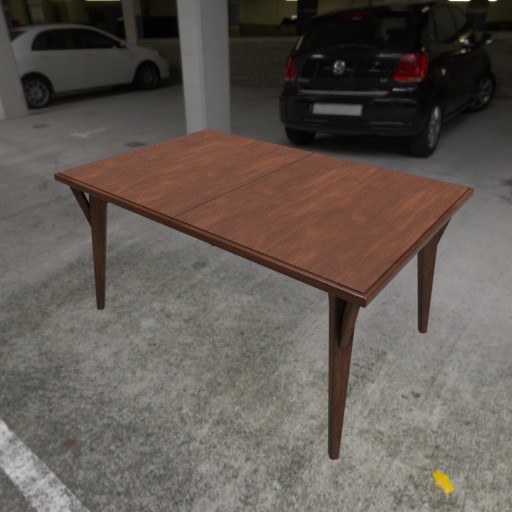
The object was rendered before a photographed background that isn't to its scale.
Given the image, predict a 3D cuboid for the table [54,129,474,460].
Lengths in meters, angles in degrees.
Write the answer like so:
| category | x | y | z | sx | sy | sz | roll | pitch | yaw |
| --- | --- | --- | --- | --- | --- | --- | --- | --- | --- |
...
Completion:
| category | x | y | z | sx | sy | sz | roll | pitch | yaw |
| --- | --- | --- | --- | --- | --- | --- | --- | --- | --- |
| table | 0.000 | 0.000 | 2.097 | 1.524 | 0.761 | 0.990 | 22 | 37 | 32 |
